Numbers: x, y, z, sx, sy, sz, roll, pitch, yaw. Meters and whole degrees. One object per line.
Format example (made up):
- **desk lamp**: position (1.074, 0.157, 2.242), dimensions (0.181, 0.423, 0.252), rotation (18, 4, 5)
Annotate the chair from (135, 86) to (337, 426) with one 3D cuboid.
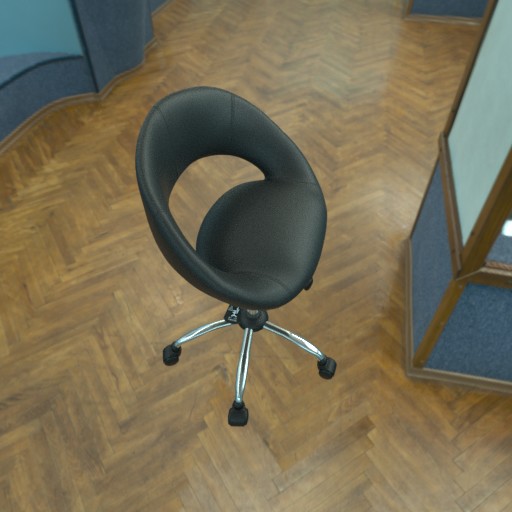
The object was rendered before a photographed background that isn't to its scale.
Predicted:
- **chair**: position (0.000, 0.000, 1.178), dimensions (0.538, 0.791, 0.612), rotation (11, 47, 10)
